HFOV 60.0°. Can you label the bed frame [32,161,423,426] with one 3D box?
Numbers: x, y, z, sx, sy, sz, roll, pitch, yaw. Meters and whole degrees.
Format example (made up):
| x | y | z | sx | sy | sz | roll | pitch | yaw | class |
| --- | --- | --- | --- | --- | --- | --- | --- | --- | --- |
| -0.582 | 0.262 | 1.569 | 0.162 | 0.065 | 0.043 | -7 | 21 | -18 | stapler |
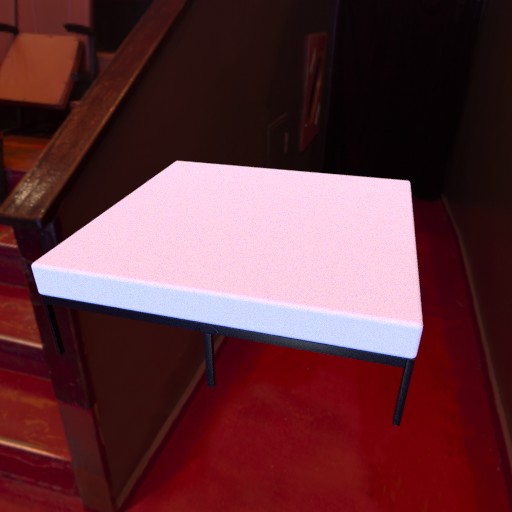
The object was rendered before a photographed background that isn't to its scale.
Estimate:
| x | y | z | sx | sy | sz | roll | pitch | yaw | class |
| --- | --- | --- | --- | --- | --- | --- | --- | --- | --- |
| 0.000 | 0.000 | 3.178 | 2.079 | 0.659 | 1.963 | 8 | 30 | 13 | bed frame |
